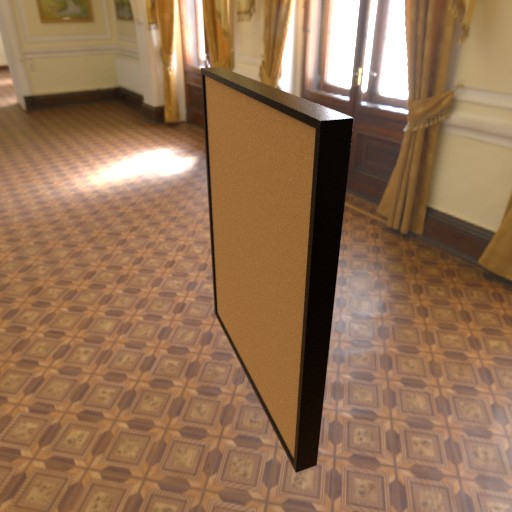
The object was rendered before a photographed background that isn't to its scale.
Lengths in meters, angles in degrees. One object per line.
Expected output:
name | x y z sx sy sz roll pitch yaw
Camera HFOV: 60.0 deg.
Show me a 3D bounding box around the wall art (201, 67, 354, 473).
wall art | 0.000 0.000 0.762 0.039 0.553 0.451 -11 31 -18
